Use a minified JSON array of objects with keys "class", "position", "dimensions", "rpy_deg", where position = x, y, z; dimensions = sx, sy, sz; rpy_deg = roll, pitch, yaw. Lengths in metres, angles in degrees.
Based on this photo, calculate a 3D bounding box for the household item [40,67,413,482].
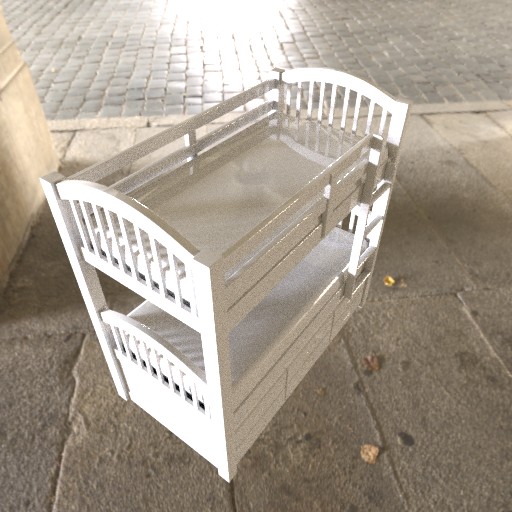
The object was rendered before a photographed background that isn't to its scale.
[{"class":"household item","position":[0.000,0.000,3.138],"dimensions":[1.143,2.032,2.032],"rpy_deg":[26,47,27]}]
